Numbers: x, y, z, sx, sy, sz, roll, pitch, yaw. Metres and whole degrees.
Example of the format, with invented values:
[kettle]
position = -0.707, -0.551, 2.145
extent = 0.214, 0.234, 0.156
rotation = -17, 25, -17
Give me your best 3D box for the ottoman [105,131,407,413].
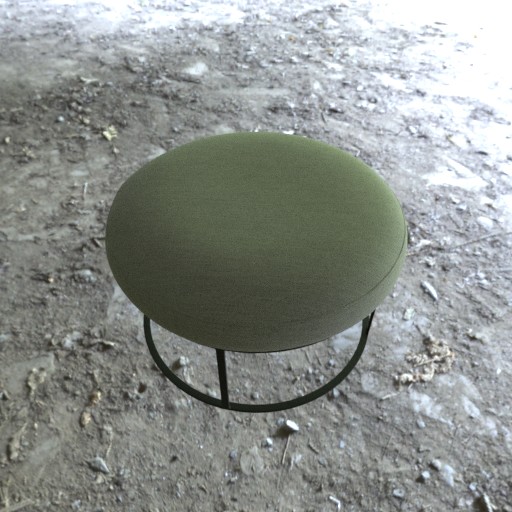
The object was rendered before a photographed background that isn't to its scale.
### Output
[ottoman]
position = 0.000, 0.000, 1.252
extent = 0.769, 0.459, 0.769
rotation = 0, 44, 0
